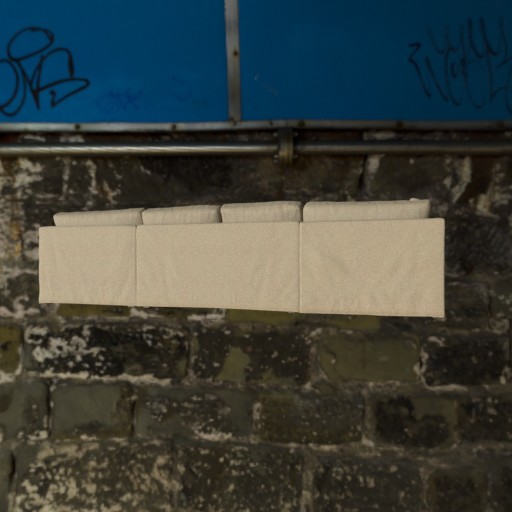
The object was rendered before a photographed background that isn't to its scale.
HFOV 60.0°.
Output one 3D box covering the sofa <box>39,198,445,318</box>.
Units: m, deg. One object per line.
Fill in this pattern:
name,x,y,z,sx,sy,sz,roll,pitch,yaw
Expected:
sofa,0.000,0.000,4.687,3.460,0.882,2.427,0,0,17
